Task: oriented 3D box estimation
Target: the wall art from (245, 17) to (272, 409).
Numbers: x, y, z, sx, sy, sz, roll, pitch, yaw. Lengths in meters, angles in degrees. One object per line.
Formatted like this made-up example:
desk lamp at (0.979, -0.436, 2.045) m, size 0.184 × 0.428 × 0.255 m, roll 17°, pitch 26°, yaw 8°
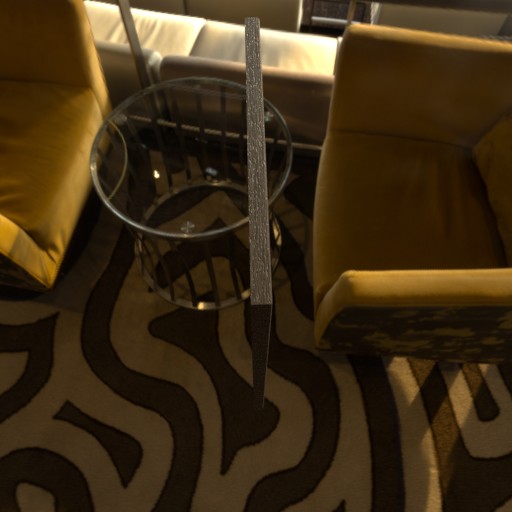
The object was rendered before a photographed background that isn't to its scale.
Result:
wall art at (0.000, 0.000, 0.661) m, size 0.017 × 0.513 × 0.359 m, roll -1°, pitch 62°, yaw -1°
